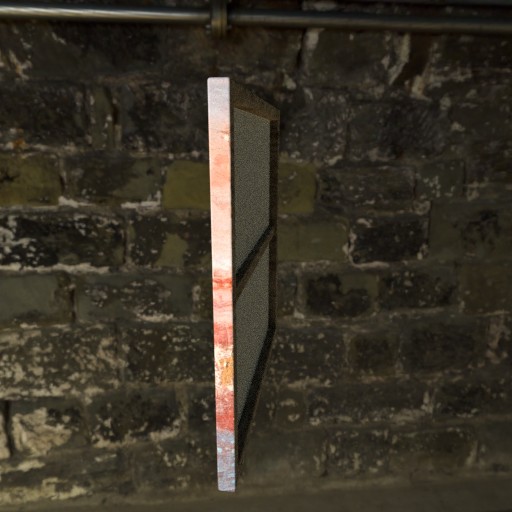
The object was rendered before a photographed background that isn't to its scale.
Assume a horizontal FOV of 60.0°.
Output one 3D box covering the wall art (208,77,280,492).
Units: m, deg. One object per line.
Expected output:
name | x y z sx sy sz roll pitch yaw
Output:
wall art | 0.000 0.000 1.116 0.035 0.747 0.747 2 15 8
